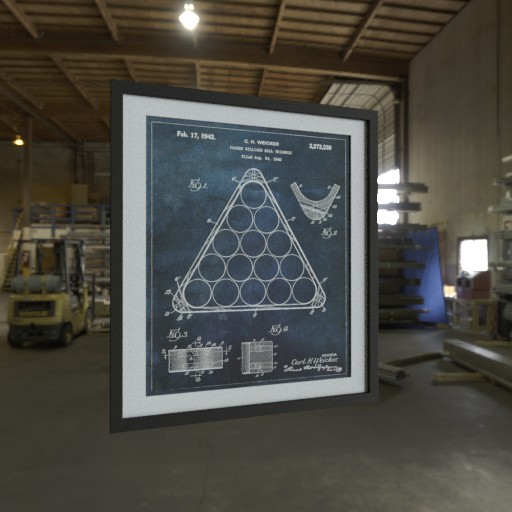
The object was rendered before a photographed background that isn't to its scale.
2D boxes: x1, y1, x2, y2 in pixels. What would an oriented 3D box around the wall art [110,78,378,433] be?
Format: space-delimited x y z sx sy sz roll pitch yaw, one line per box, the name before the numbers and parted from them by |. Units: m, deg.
wall art | 0.000 0.000 1.207 0.755 0.863 0.028 0 0 -18
